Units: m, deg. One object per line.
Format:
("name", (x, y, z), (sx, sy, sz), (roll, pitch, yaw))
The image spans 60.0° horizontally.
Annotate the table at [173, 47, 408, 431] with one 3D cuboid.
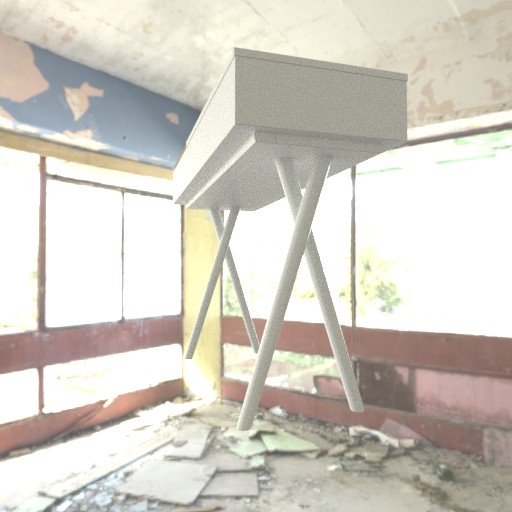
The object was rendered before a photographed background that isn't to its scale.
("table", (0.000, 0.000, 1.433), (0.418, 0.785, 1.066), (1, -2, -17))
